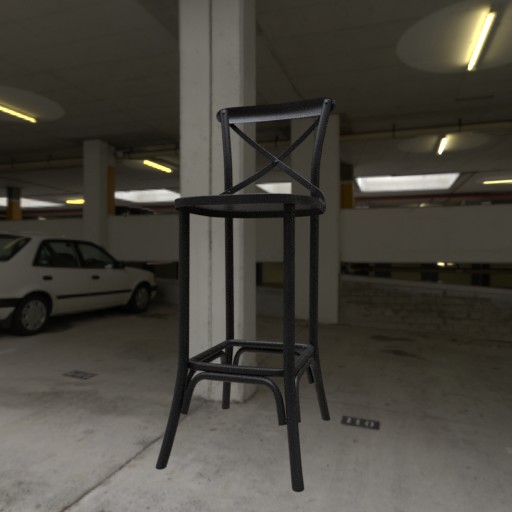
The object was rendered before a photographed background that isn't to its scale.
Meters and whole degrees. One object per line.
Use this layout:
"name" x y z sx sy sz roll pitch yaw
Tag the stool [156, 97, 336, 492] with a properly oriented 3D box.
"stool" 0.000 0.000 1.434 0.457 1.168 0.584 0 0 17
